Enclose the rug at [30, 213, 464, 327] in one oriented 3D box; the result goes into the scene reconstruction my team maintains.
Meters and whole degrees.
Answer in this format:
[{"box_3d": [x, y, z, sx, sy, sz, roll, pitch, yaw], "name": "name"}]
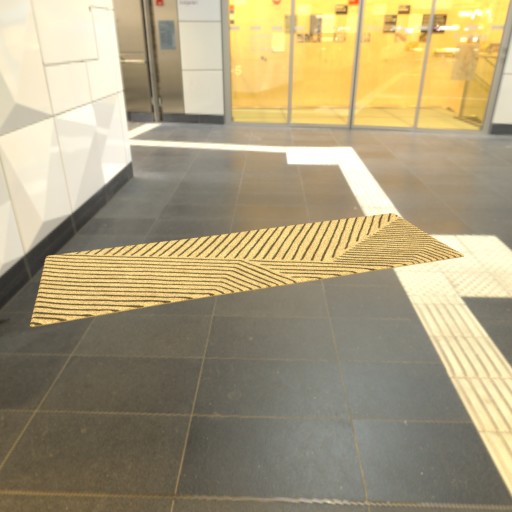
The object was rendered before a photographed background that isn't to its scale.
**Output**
[{"box_3d": [0.000, 0.000, 2.705, 2.439, 0.020, 0.773, -8, 27, -16], "name": "rug"}]
